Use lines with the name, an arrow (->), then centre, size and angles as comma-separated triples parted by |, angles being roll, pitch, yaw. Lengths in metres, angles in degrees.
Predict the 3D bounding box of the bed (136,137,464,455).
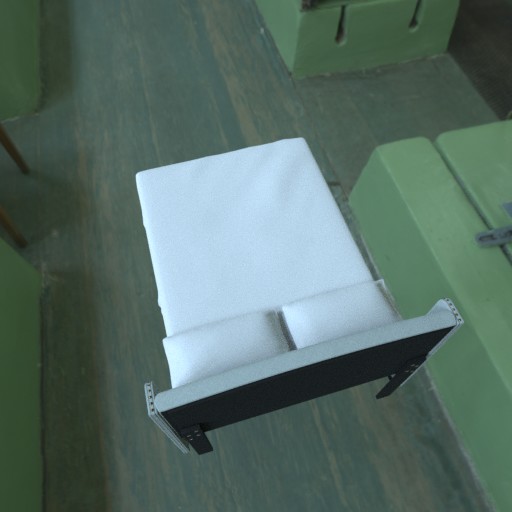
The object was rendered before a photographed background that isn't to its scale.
bed -> 0.000, 0.000, 3.327 | 1.710, 1.407, 2.237 | -14, 60, -8
